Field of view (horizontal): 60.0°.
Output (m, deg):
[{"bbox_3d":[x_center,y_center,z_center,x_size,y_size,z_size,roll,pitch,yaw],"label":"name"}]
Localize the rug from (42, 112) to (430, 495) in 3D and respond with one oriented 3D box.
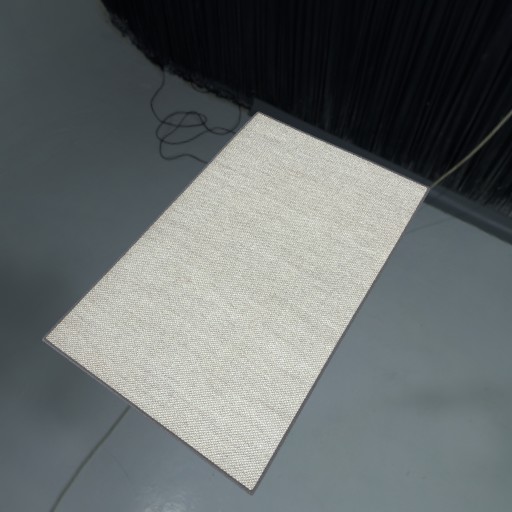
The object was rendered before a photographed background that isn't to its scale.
[{"bbox_3d":[0.000,0.000,2.075,1.067,0.013,1.676,29,63,17],"label":"rug"}]
